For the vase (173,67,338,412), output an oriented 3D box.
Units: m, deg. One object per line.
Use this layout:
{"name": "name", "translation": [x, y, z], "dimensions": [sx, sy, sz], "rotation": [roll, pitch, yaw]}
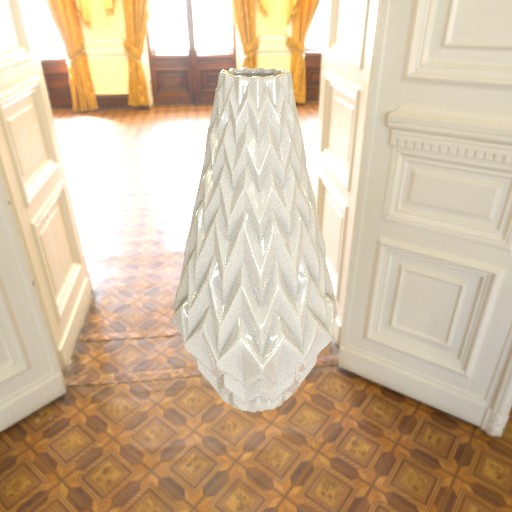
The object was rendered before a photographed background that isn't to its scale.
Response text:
{"name": "vase", "translation": [0.000, 0.000, 0.423], "dimensions": [0.167, 0.328, 0.167], "rotation": [0, 30, 0]}
